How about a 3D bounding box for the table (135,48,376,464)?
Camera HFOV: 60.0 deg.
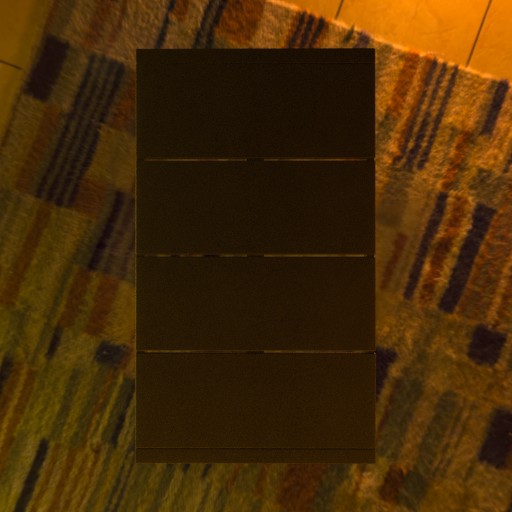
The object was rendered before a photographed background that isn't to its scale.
[{"bbox_3d":[0.000,0.000,1.257,0.559,0.460,0.965,0,90,0],"label":"table"}]
